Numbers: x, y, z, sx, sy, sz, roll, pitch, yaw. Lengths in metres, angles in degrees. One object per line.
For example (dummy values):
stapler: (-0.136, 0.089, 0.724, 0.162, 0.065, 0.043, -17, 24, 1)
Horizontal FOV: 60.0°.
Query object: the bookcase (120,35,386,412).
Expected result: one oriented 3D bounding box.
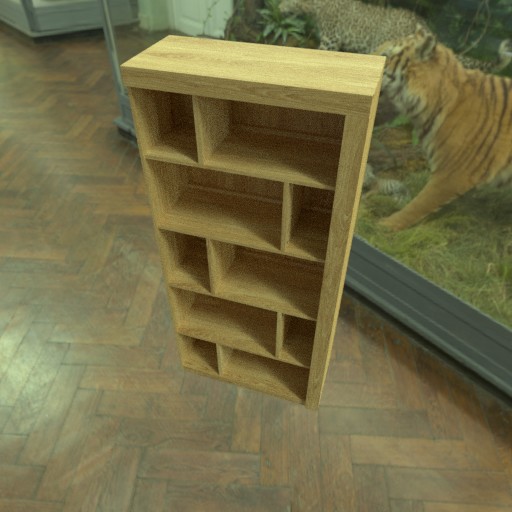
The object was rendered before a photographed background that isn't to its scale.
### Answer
bookcase: (0.000, 0.000, 2.387, 0.950, 2.020, 0.420, 12, 43, 13)
